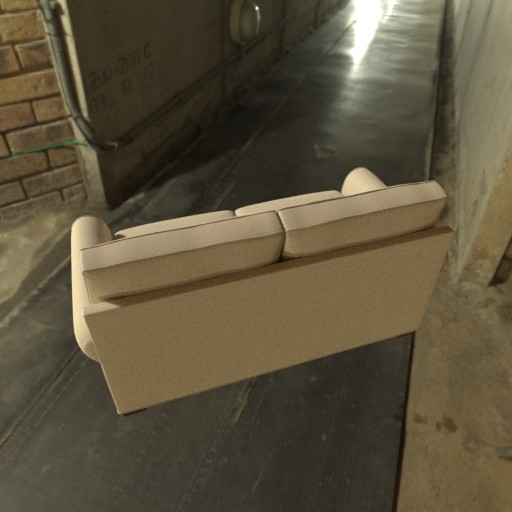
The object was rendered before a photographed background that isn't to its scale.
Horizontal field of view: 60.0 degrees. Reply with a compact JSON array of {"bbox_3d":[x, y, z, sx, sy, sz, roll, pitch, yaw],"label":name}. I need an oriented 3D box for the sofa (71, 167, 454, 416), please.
[{"bbox_3d":[0.000,0.000,2.296,1.774,0.933,0.861,-12,42,-14],"label":"sofa"}]
